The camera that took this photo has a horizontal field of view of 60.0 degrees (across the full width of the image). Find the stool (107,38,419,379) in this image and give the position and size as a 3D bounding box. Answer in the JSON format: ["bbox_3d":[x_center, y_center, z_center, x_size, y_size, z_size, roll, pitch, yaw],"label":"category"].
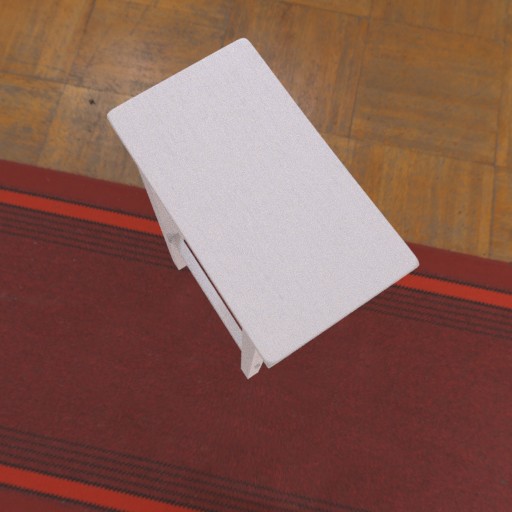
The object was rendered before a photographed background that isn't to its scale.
[{"bbox_3d":[0.000,0.000,0.938,0.322,0.742,0.406,-33,78,-8],"label":"stool"}]
